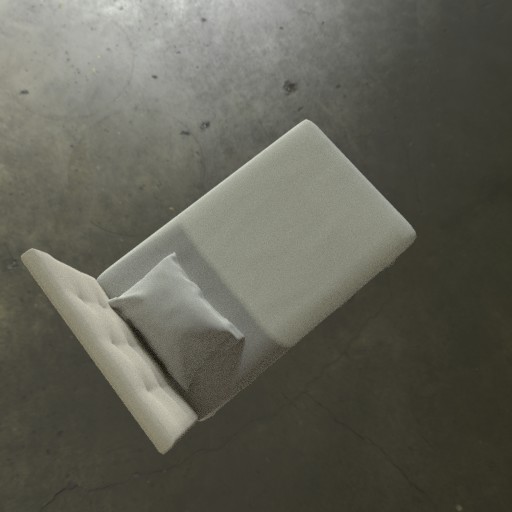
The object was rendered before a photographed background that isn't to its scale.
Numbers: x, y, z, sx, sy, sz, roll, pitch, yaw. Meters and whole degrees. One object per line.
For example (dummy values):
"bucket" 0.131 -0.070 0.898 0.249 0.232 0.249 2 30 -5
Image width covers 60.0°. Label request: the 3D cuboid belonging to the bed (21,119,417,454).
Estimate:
"bed" 0.000 0.000 2.885 1.997 1.571 1.261 -39 80 -8
